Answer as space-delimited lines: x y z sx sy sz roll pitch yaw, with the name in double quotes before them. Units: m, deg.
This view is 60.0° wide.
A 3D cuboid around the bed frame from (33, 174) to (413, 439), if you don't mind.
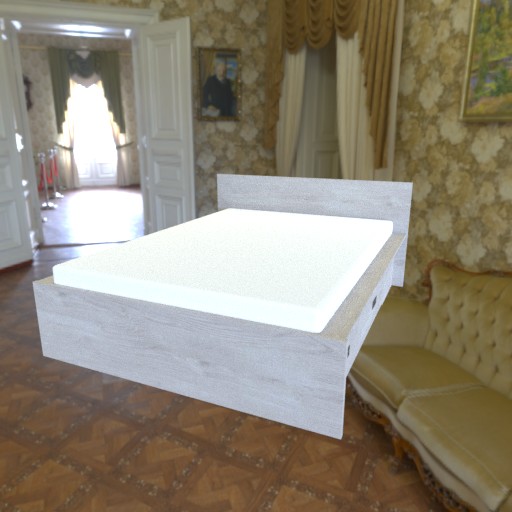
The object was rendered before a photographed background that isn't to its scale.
"bed frame" 0.000 0.000 2.809 1.622 0.800 1.960 7 17 23
